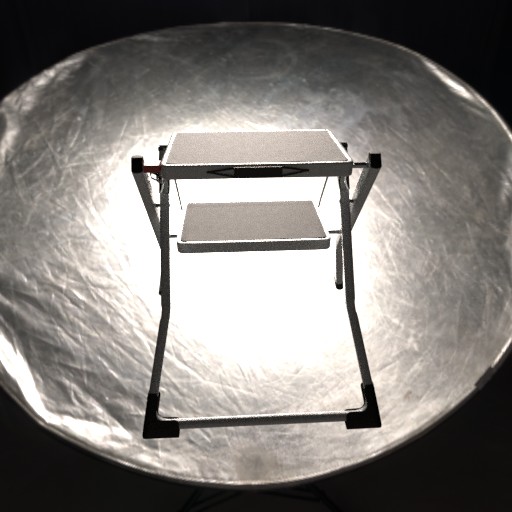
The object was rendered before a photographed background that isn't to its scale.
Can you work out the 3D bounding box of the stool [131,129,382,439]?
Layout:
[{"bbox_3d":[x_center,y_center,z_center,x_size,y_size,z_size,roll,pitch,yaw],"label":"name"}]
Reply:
[{"bbox_3d":[0.000,0.000,0.882,0.485,0.445,0.490,-2,31,-3],"label":"stool"}]
